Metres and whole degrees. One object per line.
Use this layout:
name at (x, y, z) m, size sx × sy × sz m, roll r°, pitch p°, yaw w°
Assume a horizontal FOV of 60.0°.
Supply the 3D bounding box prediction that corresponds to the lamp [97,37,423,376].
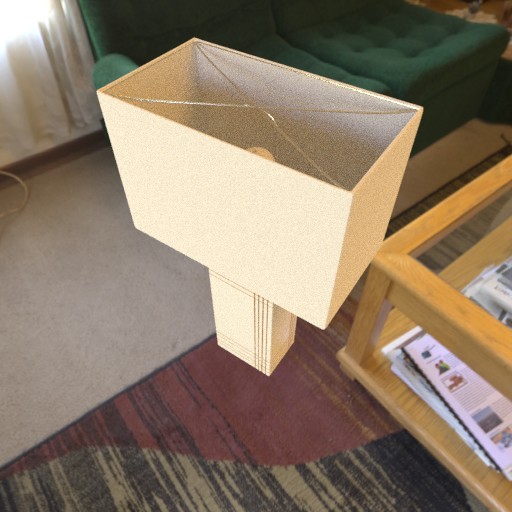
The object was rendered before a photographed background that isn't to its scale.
lamp at (0.000, 0.000, 0.711) m, size 0.334 × 0.543 × 0.182 m, roll 27°, pitch 54°, yaw 22°
